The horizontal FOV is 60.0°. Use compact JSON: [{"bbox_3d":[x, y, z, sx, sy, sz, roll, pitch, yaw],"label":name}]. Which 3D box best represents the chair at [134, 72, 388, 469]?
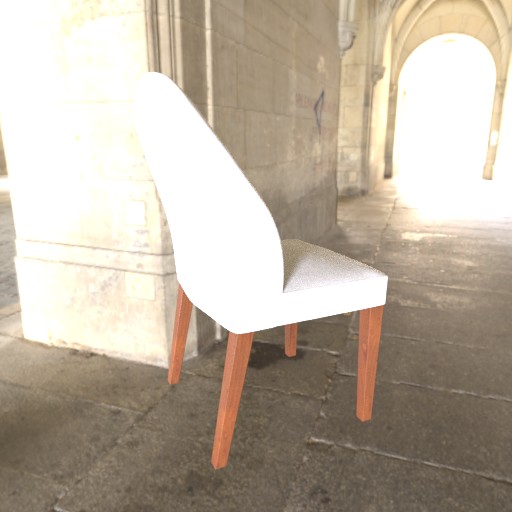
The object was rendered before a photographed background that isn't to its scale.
[{"bbox_3d":[0.000,0.000,1.198,0.540,0.893,0.472,-7,16,-24],"label":"chair"}]
